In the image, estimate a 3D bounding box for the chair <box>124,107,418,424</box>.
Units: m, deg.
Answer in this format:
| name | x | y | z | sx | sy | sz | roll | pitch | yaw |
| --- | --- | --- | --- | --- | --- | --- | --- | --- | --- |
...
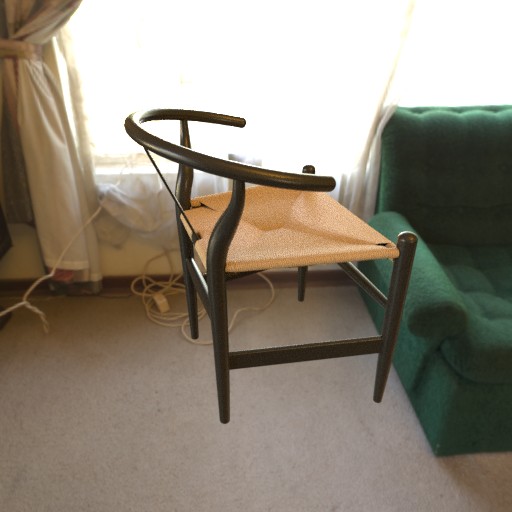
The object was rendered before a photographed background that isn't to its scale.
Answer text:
| name | x | y | z | sx | sy | sz | roll | pitch | yaw |
| --- | --- | --- | --- | --- | --- | --- | --- | --- | --- |
| chair | 0.000 | 0.000 | 1.163 | 0.570 | 0.739 | 0.570 | -10 | 31 | -17 |
